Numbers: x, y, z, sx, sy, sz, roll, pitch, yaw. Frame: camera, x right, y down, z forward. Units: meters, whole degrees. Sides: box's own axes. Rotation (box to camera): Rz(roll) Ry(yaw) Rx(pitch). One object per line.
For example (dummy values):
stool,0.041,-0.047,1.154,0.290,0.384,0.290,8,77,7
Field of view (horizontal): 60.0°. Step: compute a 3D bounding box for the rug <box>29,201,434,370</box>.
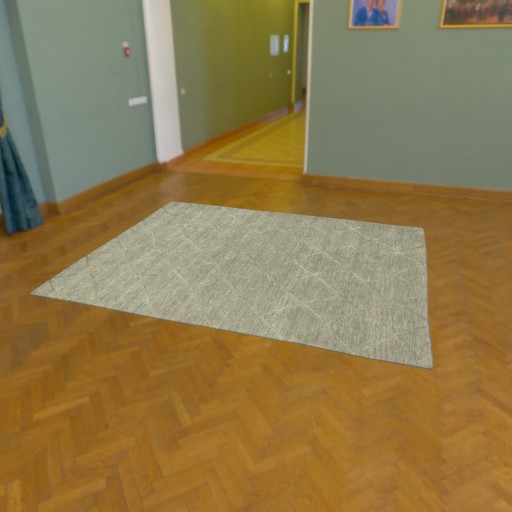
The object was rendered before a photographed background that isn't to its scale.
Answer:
rug,0.000,0.000,4.139,3.048,0.013,2.438,8,26,16
